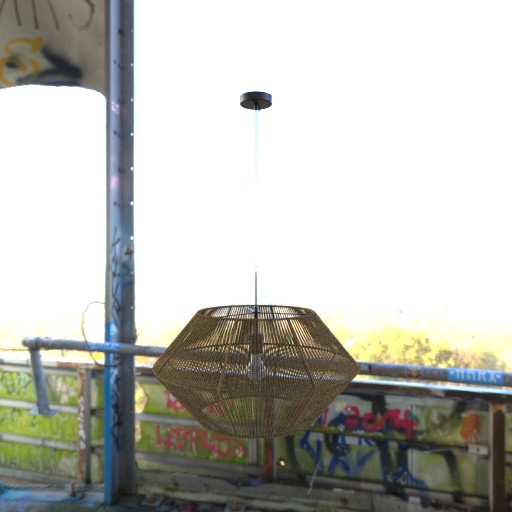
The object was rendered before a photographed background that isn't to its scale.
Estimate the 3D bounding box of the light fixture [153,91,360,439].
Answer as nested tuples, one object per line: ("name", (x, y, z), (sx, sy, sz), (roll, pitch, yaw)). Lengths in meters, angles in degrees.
("light fixture", (0.000, 0.000, 1.406), (0.643, 1.009, 0.643), (0, 0, 0))
